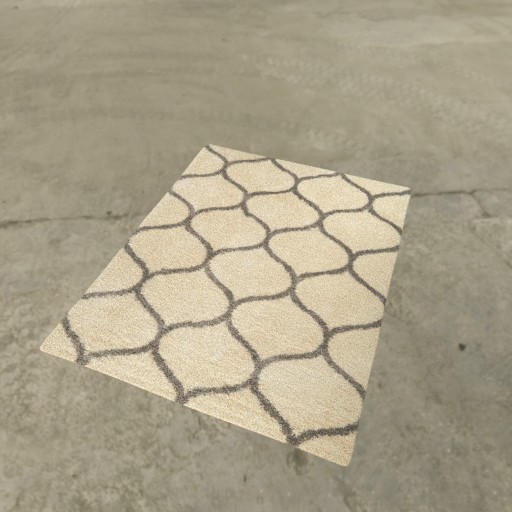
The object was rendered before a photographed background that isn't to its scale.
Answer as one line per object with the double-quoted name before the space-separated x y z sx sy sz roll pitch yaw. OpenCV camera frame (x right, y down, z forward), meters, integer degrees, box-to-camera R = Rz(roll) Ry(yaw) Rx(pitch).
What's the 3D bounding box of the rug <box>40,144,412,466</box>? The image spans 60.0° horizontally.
"rug" 0.000 0.000 4.033 2.399 0.026 3.000 16 49 14
